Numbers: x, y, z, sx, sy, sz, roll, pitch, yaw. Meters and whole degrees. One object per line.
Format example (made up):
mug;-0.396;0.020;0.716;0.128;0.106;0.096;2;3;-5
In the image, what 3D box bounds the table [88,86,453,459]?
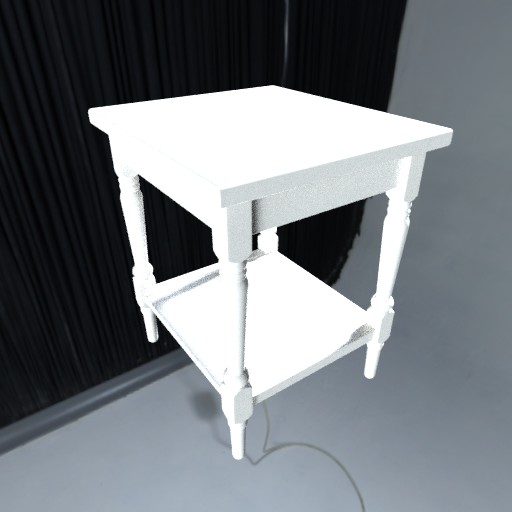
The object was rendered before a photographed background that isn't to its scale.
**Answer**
table;0.000;0.000;0.923;0.442;0.565;0.488;-20;36;-30
